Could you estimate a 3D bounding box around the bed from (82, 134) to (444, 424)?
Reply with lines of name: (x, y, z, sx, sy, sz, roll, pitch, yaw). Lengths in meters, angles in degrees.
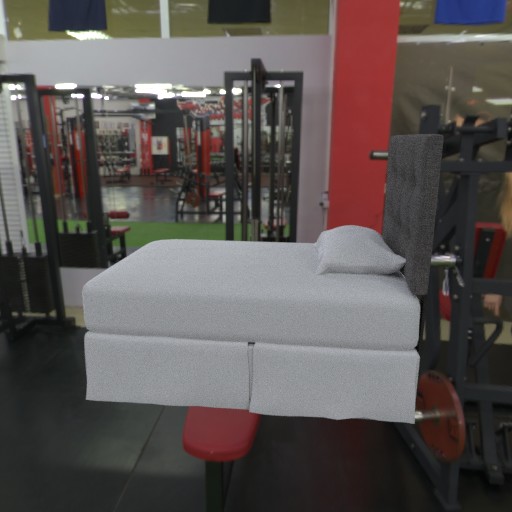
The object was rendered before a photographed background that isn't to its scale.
bed: (0.000, 0.000, 2.976, 1.997, 1.571, 1.261, 2, 15, 7)
